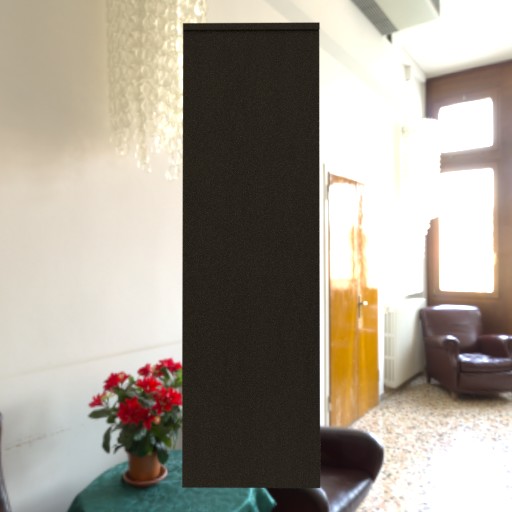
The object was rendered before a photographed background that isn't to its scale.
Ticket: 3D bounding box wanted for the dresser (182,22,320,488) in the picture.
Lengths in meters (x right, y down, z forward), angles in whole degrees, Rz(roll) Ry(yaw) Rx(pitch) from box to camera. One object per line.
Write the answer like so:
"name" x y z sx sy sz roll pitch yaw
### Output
"dresser" 0.000 0.000 1.544 0.399 1.255 0.704 0 -1 1
